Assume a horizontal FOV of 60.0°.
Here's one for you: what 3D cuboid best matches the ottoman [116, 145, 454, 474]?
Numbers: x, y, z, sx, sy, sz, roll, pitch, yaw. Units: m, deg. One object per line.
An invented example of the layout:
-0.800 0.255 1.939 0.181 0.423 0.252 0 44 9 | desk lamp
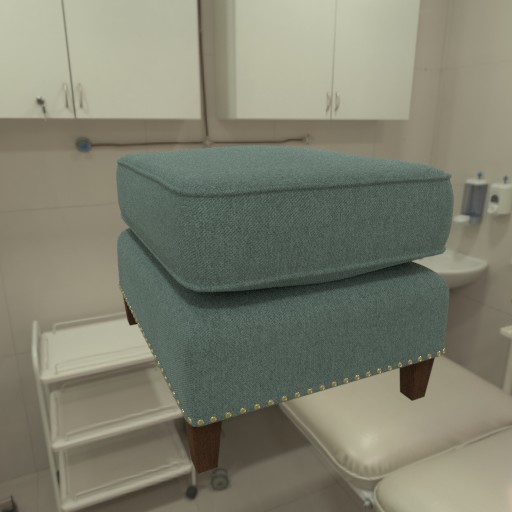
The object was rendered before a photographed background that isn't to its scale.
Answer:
0.000 0.000 1.109 0.589 0.537 0.738 -8 19 -24 | ottoman
